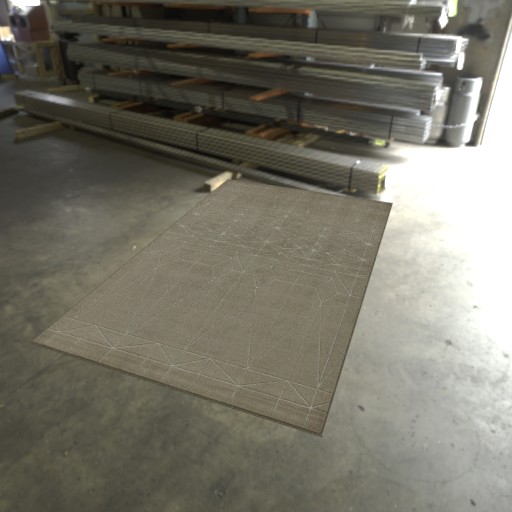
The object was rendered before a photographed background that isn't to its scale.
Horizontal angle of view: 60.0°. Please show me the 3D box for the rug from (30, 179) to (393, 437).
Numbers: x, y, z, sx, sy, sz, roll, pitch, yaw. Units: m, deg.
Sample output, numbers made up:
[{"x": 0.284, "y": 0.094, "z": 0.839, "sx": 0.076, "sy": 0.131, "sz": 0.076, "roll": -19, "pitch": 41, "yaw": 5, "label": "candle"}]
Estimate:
[{"x": 0.000, "y": 0.000, "z": 2.994, "sx": 1.524, "sy": 0.012, "sz": 2.438, "roll": 11, "pitch": 33, "yaw": 18, "label": "rug"}]
